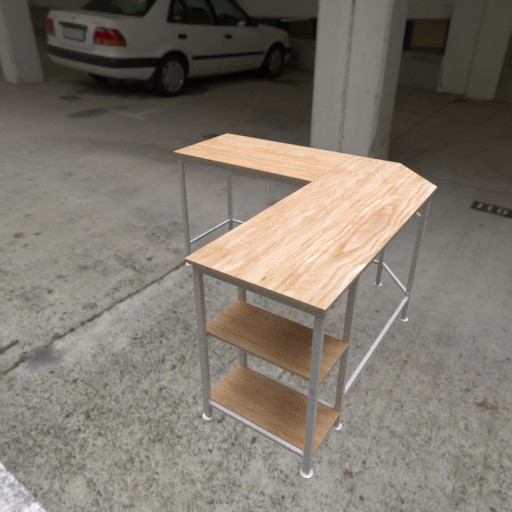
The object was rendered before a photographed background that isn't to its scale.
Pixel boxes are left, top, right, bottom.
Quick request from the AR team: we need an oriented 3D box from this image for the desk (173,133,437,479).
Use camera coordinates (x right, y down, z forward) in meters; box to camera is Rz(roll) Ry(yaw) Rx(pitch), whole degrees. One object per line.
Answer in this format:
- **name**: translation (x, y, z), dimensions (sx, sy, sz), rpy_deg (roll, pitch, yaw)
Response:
- **desk**: translation (0.000, 0.000, 2.197), dimensions (1.379, 0.739, 1.379), rpy_deg (18, 34, 29)
